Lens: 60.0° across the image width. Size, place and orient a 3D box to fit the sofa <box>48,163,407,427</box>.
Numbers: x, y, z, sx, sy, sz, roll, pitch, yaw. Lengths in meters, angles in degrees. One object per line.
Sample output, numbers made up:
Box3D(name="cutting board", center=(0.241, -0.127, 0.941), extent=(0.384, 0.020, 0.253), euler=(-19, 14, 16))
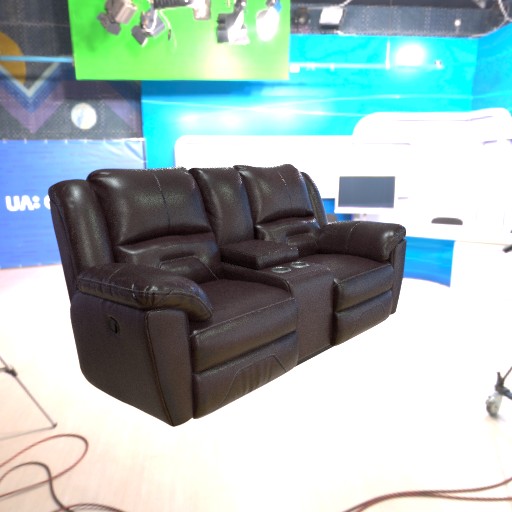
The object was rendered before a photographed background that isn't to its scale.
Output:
Box3D(name="sofa", center=(0.000, 0.000, 2.598), extent=(0.991, 1.043, 2.058), euler=(12, 17, 43))
